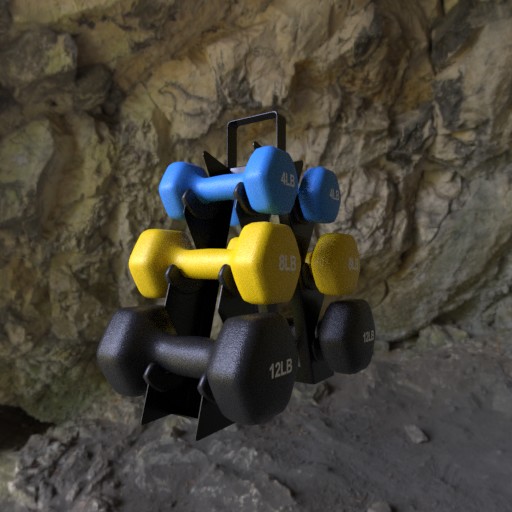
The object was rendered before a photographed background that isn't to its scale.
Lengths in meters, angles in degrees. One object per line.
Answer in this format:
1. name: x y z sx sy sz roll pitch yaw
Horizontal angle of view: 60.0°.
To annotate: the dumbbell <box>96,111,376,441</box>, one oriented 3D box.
1. dumbbell: 0.000 0.000 0.682 0.255 0.426 0.409 -1 -2 34
